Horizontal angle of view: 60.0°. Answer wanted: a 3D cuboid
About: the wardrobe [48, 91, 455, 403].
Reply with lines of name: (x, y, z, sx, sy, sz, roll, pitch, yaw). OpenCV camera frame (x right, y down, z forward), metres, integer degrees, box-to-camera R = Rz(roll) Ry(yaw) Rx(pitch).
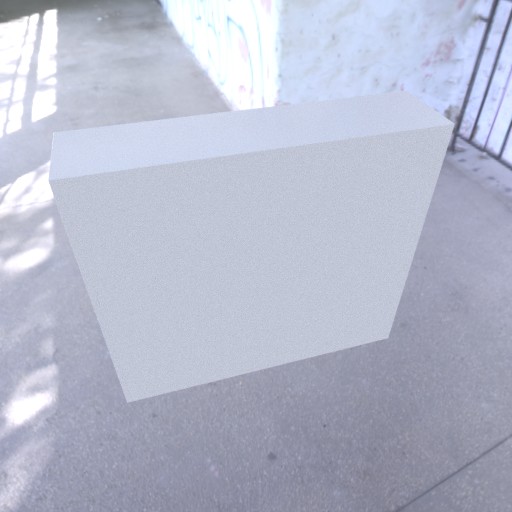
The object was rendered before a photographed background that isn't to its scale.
wardrobe: (0.000, 0.000, 1.930, 1.340, 1.200, 0.360, -11, 42, -12)
